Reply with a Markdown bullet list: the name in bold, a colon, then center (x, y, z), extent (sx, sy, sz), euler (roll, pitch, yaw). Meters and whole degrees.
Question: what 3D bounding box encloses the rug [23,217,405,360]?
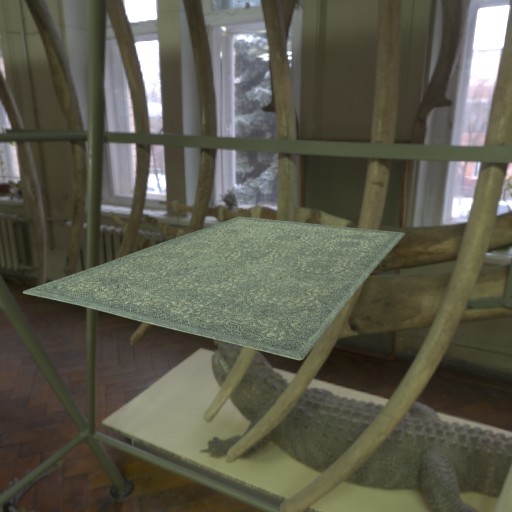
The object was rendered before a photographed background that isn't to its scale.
- **rug**: center (0.000, 0.000, 2.327), extent (1.224, 0.016, 1.830), euler (8, 18, 26)
